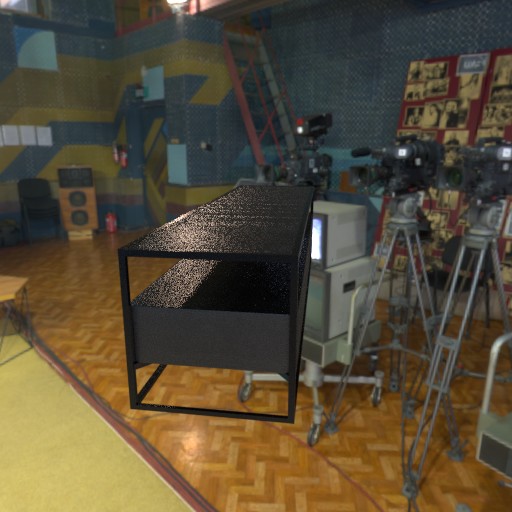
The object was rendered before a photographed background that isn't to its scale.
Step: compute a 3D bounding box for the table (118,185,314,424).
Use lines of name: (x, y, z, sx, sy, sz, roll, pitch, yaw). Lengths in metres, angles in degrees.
table: (0.000, 0.000, 1.698, 0.399, 0.395, 1.486, 2, 15, 8)
